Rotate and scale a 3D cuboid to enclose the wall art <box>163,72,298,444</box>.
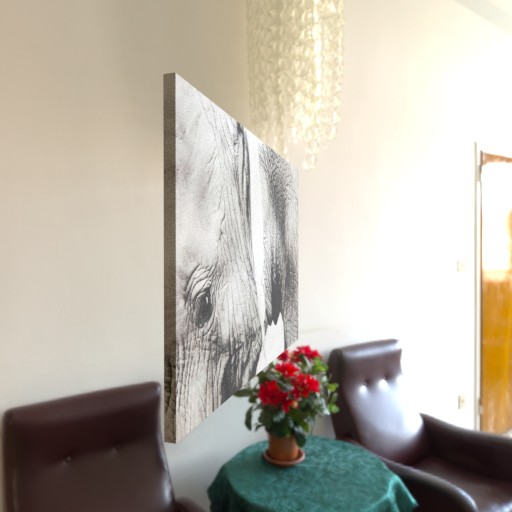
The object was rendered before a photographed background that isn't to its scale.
[{"bbox_3d":[0.000,0.000,1.161,0.023,0.607,0.914,0,1,18],"label":"wall art"}]
